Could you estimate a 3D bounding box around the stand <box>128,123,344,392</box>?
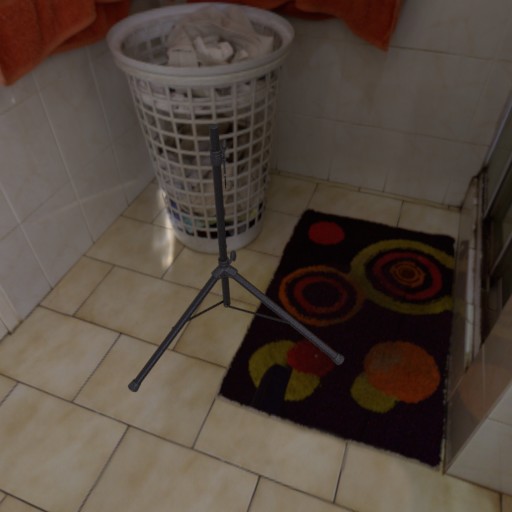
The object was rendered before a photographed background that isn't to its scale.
[{"bbox_3d":[0.000,0.000,1.865,0.907,1.136,1.045,16,47,16],"label":"stand"}]
